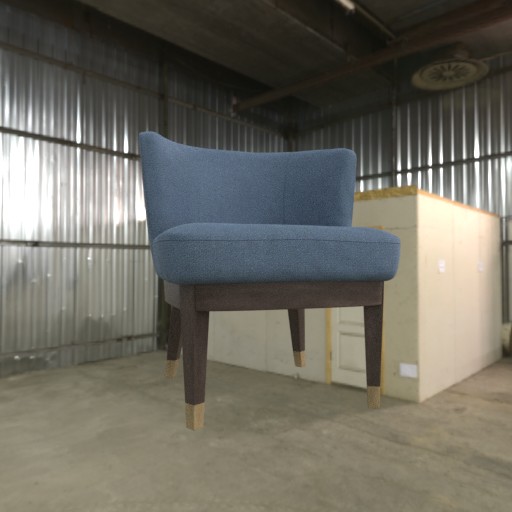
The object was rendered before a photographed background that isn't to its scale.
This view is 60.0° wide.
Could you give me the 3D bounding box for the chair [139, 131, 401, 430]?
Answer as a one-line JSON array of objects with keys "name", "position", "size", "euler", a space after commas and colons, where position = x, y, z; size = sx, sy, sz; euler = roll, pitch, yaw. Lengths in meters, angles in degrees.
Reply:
[{"name": "chair", "position": [0.000, 0.000, 1.291], "size": [0.661, 0.760, 0.702], "euler": [0, -1, -18]}]
